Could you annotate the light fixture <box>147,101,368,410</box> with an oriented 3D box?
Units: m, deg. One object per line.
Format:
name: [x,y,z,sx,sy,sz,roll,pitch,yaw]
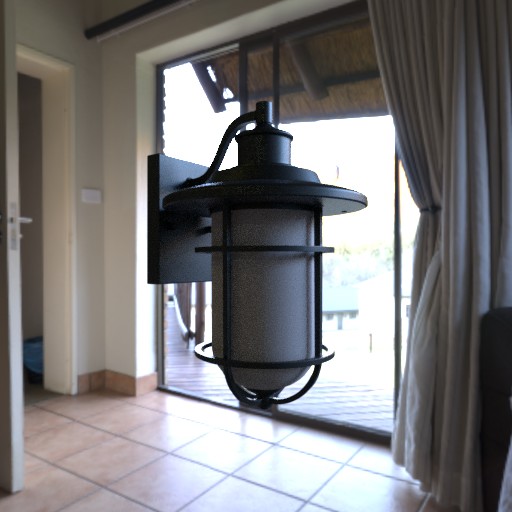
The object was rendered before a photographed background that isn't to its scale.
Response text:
light fixture: [0.000,0.000,0.507,0.252,0.345,0.222,0,-1,36]
